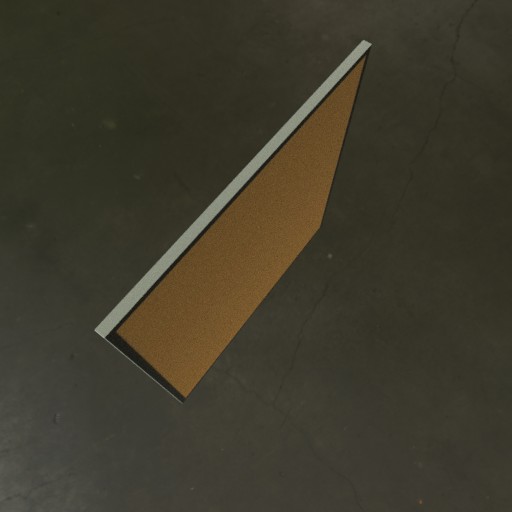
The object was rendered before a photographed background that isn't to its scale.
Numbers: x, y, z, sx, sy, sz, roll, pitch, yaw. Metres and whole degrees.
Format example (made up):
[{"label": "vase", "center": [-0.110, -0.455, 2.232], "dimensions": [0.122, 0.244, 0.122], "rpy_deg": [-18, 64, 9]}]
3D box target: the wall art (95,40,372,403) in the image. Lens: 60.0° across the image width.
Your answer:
[{"label": "wall art", "center": [0.000, 0.000, 1.184], "dimensions": [0.022, 0.803, 0.805], "rpy_deg": [34, 69, 15]}]
